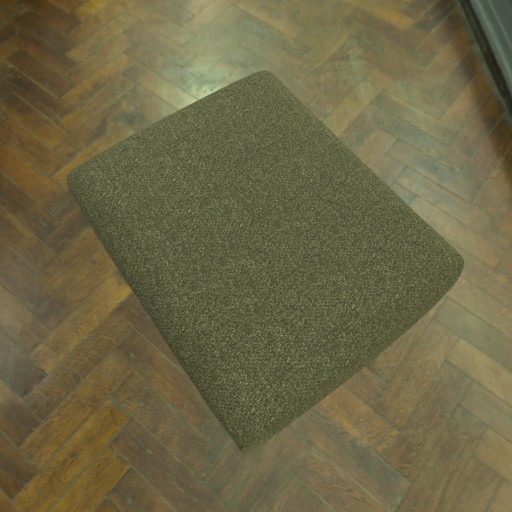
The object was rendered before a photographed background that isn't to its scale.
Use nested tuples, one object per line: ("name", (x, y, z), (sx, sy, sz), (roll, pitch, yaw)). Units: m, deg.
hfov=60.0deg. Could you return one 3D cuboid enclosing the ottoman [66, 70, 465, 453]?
("ottoman", (0.000, 0.000, 1.123), (0.598, 0.476, 0.742), (-33, 69, -15))
